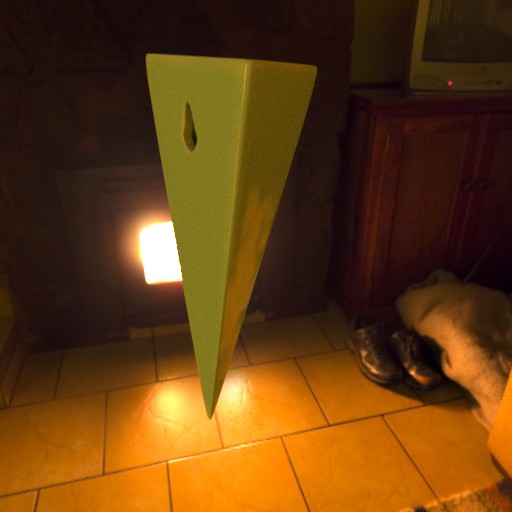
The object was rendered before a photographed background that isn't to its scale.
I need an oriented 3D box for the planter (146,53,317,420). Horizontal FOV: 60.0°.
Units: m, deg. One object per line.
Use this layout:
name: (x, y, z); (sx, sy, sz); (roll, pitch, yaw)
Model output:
planter: (0.000, 0.000, 0.215); (0.064, 0.178, 0.080); (-17, 31, -31)
